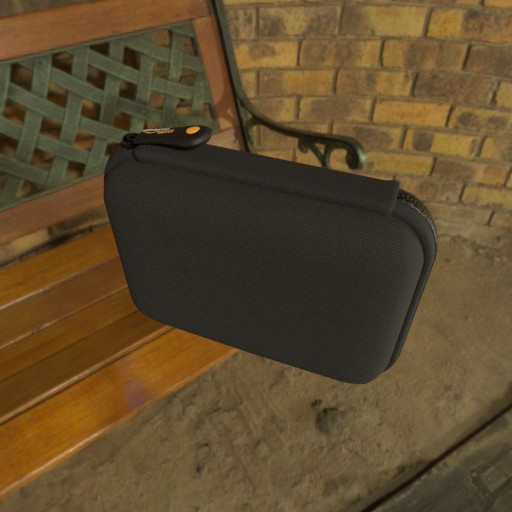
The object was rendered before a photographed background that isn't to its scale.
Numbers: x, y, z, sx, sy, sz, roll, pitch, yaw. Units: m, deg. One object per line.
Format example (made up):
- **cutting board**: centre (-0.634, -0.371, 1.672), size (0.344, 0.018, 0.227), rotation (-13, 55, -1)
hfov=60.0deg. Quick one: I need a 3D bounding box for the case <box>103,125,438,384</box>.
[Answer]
- **case**: centre (0.000, 0.000, 0.184), size (0.132, 0.105, 0.038), rotation (15, 44, 15)
